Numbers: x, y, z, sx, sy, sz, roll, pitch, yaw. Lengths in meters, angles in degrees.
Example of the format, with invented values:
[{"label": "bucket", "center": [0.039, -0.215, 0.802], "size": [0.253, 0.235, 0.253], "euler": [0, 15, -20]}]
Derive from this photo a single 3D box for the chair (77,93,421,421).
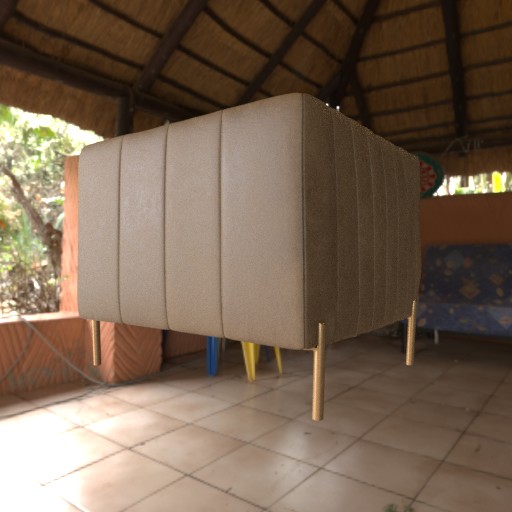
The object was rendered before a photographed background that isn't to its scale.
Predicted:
[{"label": "chair", "center": [0.000, 0.000, 1.606], "size": [0.981, 0.779, 0.876], "euler": [0, 0, 36]}]
